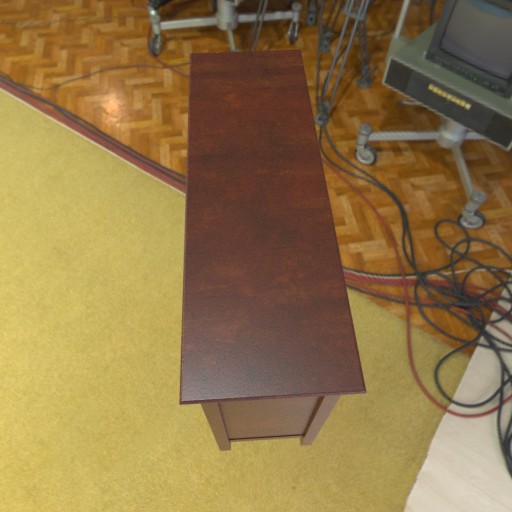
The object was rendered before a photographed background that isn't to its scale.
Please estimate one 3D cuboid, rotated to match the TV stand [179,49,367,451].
[{"bbox_3d":[0.000,0.000,1.794,0.445,0.915,1.372,-3,58,-2],"label":"TV stand"}]
